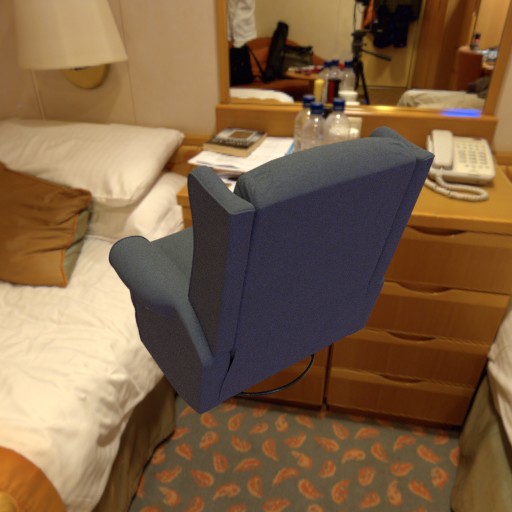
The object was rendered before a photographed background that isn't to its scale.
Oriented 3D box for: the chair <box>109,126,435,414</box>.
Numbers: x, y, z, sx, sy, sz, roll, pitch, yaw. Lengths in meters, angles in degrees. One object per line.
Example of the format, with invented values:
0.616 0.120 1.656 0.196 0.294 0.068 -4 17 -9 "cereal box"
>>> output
0.000 0.000 1.717 0.971 1.020 0.877 -20 36 -30 "chair"
